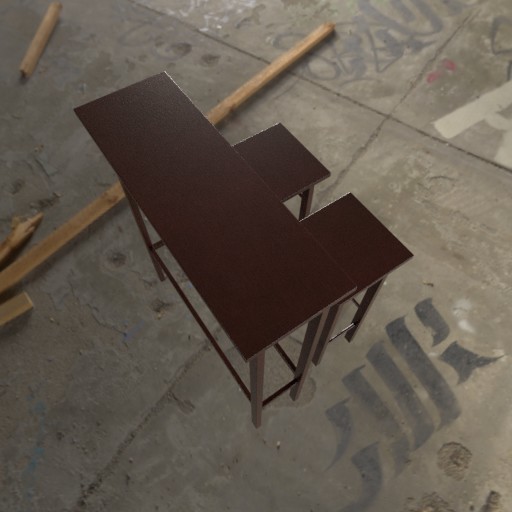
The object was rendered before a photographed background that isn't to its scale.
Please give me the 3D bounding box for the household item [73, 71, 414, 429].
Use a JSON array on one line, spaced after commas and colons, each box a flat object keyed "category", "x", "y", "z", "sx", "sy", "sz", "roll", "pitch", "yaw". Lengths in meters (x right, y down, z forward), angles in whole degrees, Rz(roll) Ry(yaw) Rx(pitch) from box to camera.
[{"category": "household item", "x": 0.000, "y": 0.000, "z": 1.664, "sx": 0.676, "sy": 1.067, "sz": 0.914, "roll": -30, "pitch": 64, "yaw": -17}]
